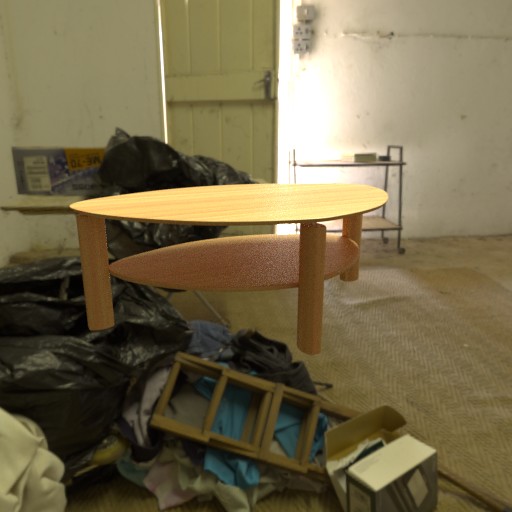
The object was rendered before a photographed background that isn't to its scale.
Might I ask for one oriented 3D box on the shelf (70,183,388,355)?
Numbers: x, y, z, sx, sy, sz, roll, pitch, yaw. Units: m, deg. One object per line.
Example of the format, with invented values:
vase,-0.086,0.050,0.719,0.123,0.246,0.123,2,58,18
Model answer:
shelf,0.000,0.000,1.680,1.246,0.440,0.845,-8,18,-27
